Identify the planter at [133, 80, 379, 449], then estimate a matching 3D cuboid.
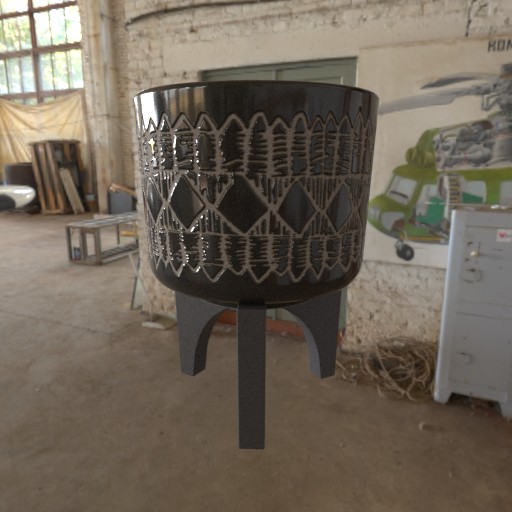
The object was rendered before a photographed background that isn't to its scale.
[{"bbox_3d":[0.000,0.000,0.393,0.196,0.264,0.196,-7,14,-27],"label":"planter"}]
